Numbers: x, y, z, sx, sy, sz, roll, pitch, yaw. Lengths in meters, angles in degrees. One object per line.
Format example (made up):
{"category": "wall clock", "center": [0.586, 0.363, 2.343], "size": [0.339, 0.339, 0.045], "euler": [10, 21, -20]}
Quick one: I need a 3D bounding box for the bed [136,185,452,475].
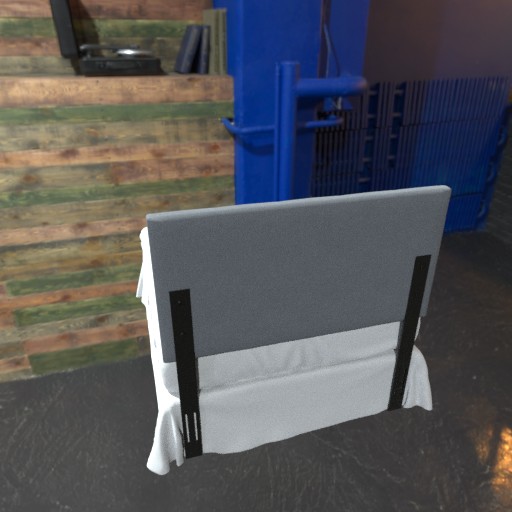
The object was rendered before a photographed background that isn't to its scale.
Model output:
{"category": "bed", "center": [0.000, 0.000, 3.415], "size": [1.936, 1.577, 2.222], "euler": [-7, 27, -14]}
